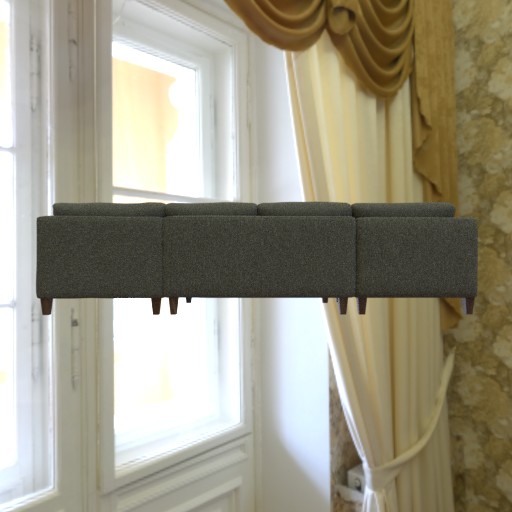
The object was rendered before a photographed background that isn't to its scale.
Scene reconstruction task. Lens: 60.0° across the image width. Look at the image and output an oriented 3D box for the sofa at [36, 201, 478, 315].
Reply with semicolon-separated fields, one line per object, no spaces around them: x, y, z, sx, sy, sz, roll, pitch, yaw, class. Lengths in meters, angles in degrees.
0.000;0.000;4.446;3.238;0.853;2.551;0;0;-1;sofa
